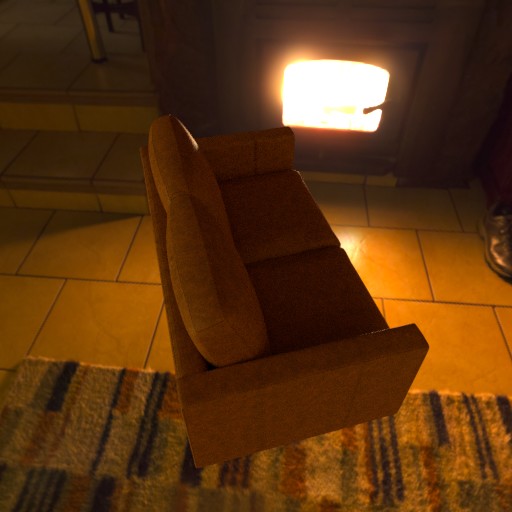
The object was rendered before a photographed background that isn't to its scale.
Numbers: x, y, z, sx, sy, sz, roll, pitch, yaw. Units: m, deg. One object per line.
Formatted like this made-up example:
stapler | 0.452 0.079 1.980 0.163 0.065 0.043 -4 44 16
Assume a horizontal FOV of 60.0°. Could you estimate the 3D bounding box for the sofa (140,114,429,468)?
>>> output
sofa | 0.000 0.000 2.139 0.909 0.951 1.578 -11 46 -11
